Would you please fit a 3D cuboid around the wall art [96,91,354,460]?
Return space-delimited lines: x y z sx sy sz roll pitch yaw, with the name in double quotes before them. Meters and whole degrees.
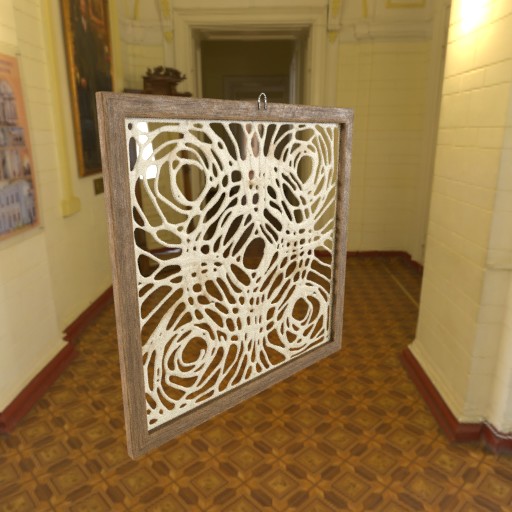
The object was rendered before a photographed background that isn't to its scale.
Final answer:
"wall art" 0.000 0.000 0.831 0.561 0.576 0.021 -14 21 -42
